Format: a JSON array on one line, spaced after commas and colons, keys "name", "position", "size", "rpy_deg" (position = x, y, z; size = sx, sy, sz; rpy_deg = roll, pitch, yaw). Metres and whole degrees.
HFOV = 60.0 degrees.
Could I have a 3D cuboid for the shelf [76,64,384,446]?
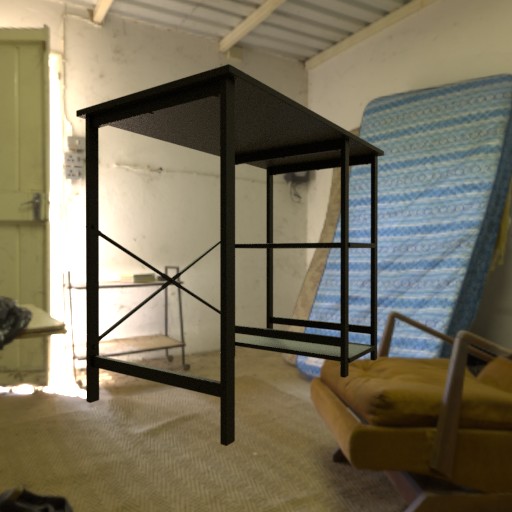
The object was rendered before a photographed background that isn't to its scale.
[{"name": "shelf", "position": [0.000, 0.000, 1.368], "size": [0.498, 0.749, 0.902], "rpy_deg": [0, 1, 35]}]
